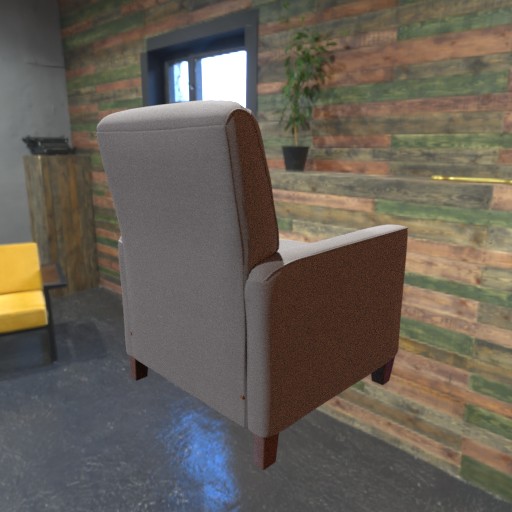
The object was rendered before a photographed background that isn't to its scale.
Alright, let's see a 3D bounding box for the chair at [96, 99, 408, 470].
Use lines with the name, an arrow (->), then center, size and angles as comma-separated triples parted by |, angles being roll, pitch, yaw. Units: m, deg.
chair -> 0.000, 0.000, 1.641 | 0.859, 1.023, 0.845 | -13, 19, -43
